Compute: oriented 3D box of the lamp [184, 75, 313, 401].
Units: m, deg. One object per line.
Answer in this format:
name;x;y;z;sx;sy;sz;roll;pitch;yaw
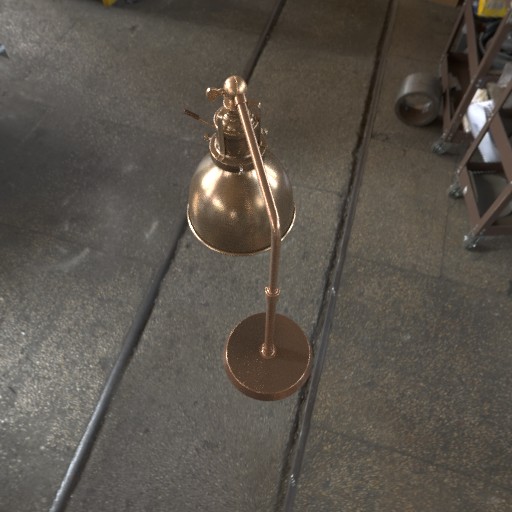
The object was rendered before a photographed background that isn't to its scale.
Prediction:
lamp;0.000;0.000;0.589;0.153;0.456;0.286;-15;61;-9
